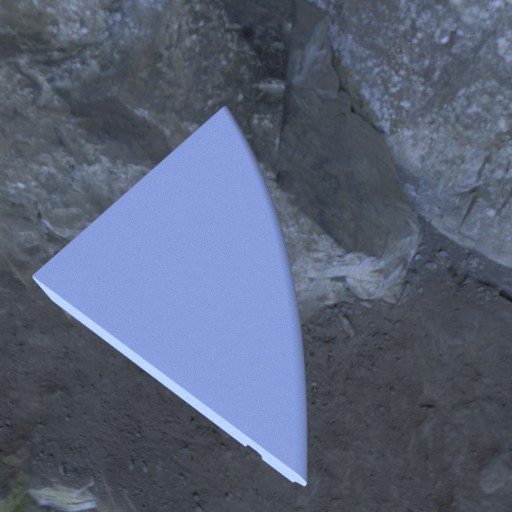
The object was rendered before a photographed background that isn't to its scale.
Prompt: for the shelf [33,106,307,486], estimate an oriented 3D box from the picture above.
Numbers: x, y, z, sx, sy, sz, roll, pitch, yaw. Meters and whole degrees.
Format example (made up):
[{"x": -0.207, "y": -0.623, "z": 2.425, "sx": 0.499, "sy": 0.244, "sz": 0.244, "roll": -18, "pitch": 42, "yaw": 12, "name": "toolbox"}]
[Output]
[{"x": 0.000, "y": 0.000, "z": 0.466, "sx": 0.310, "sy": 0.050, "sz": 0.310, "roll": 31, "pitch": 63, "yaw": 18, "name": "shelf"}]
